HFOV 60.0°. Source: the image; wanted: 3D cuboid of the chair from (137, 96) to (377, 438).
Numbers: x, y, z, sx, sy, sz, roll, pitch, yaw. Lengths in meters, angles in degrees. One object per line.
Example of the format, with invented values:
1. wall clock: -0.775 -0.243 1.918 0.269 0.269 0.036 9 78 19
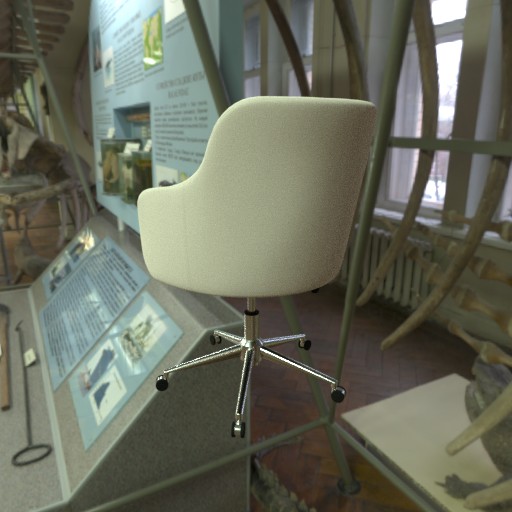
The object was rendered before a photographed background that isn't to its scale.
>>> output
1. chair: 0.000 0.000 1.271 0.602 0.819 0.647 -8 17 -28
